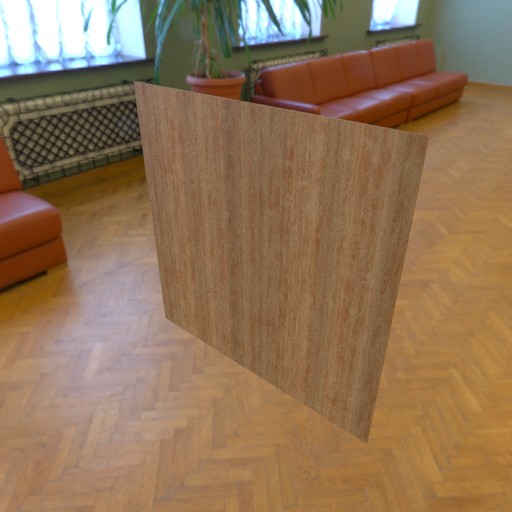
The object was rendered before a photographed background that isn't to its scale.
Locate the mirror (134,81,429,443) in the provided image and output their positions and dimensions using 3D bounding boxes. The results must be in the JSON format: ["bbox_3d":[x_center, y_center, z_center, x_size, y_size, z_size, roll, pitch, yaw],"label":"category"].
[{"bbox_3d":[0.000,0.000,0.961,0.651,0.651,0.047,23,38,33],"label":"mirror"}]
